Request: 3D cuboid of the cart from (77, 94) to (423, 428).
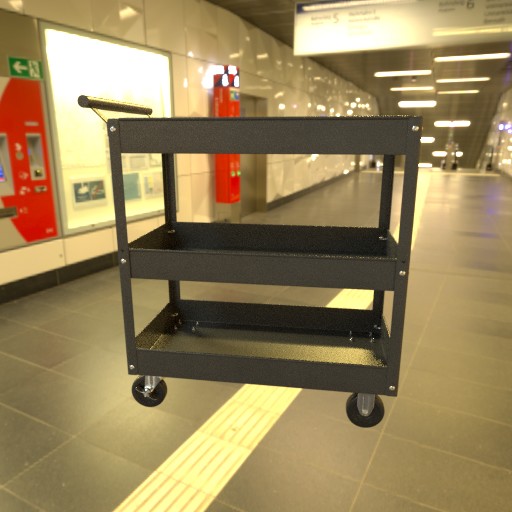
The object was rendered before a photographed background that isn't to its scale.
[{"bbox_3d":[0.000,0.000,1.168,0.719,0.780,0.366,2,15,8],"label":"cart"}]
